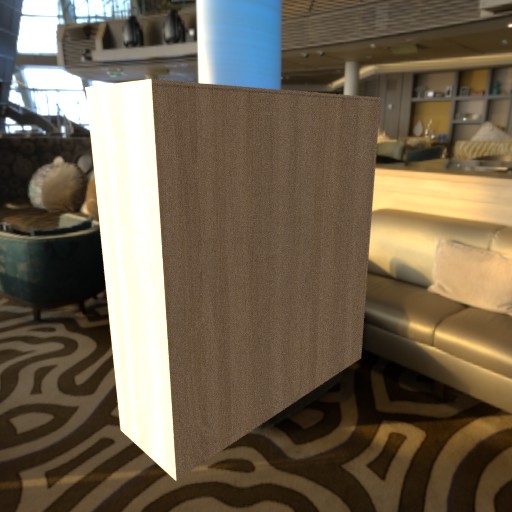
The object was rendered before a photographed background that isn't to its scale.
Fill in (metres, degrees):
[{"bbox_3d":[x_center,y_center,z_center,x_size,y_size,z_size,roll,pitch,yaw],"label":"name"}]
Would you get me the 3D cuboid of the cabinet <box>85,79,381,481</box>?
[{"bbox_3d":[0.000,0.000,2.986,0.620,2.060,1.870,16,23,42],"label":"cabinet"}]
